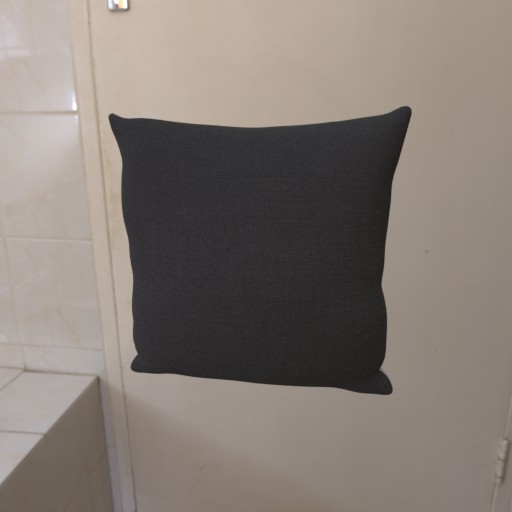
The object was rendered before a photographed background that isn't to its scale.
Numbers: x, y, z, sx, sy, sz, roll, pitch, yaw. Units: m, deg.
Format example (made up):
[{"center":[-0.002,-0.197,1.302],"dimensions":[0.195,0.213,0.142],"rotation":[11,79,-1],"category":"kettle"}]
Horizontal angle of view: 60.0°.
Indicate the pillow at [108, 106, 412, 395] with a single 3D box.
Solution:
[{"center":[0.000,0.000,0.780],"dimensions":[0.503,0.496,0.208],"rotation":[3,16,9],"category":"pillow"}]
